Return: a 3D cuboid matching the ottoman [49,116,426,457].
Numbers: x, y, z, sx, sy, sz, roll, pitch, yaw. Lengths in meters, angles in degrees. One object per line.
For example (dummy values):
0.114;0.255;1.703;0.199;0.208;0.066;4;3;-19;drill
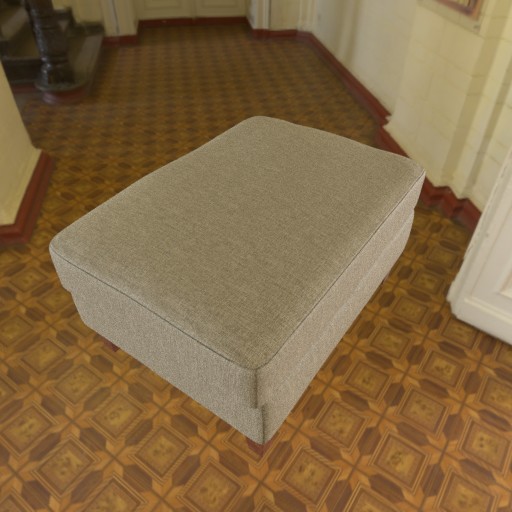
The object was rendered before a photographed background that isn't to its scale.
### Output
0.000;0.000;1.267;0.639;0.494;0.873;25;47;26;ottoman
